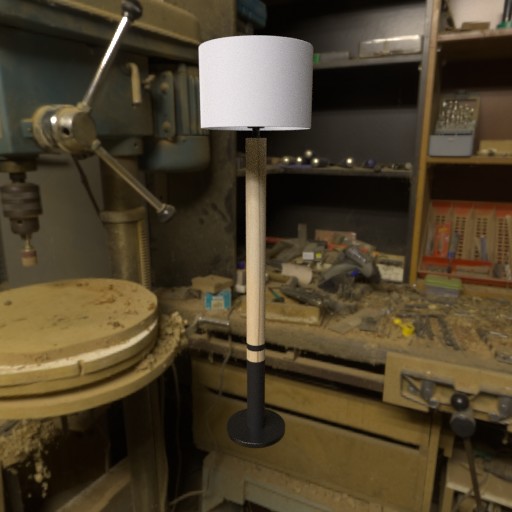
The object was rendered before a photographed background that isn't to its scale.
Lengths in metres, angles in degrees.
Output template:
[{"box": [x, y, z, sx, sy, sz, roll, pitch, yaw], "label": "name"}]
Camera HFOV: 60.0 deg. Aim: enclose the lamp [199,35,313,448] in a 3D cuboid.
[{"box": [0.000, 0.000, 1.659, 0.381, 1.478, 0.381, 7, 16, 26], "label": "lamp"}]
